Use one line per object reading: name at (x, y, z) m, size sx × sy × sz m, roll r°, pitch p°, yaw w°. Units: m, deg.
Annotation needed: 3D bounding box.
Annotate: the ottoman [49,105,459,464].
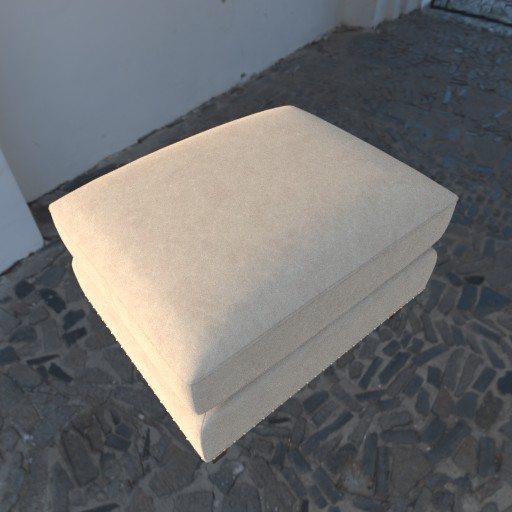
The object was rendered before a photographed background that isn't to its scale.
ottoman at (0.000, 0.000, 1.109) m, size 0.741 × 0.513 × 0.584 m, roll -30°, pitch 53°, yaw -26°
